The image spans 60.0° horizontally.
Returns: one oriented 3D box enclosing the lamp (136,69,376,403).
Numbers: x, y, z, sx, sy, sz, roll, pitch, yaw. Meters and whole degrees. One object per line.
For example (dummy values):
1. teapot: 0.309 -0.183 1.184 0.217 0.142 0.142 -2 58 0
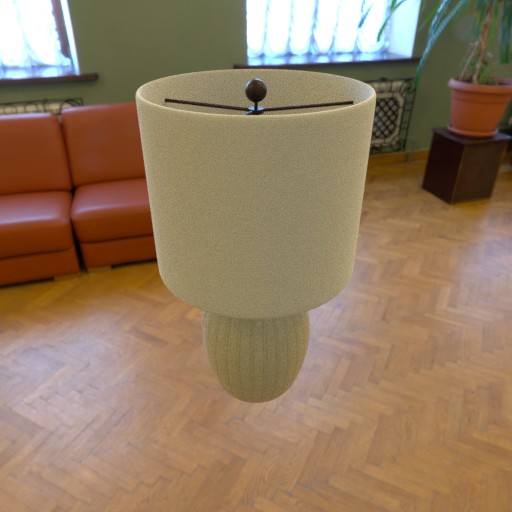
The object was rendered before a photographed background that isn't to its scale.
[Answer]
1. lamp: 0.000 0.000 0.759 0.329 0.570 0.329 -10 33 -16
